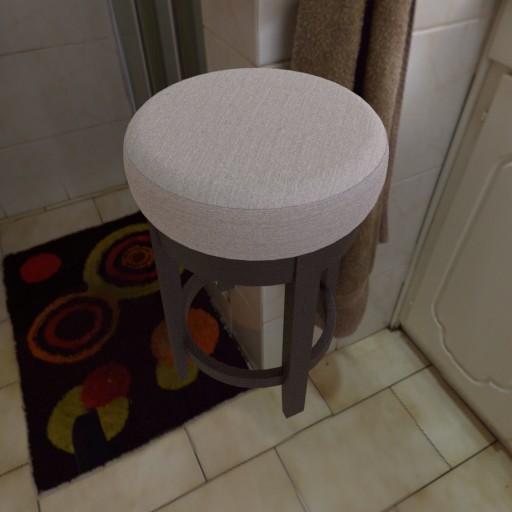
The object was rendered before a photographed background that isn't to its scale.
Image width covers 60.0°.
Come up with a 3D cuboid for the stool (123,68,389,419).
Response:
[{"bbox_3d":[0.000,0.000,0.949,0.443,0.672,0.443,0,46,0],"label":"stool"}]
